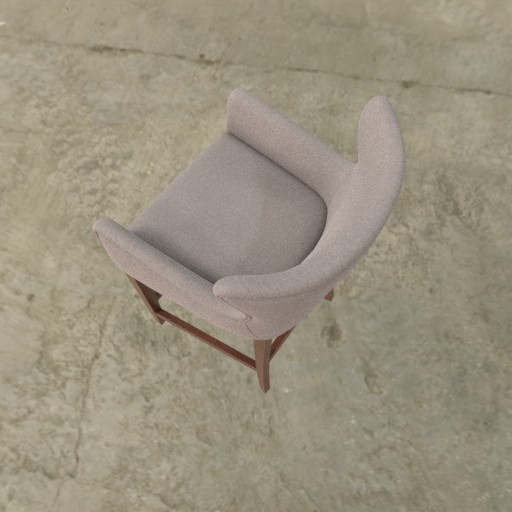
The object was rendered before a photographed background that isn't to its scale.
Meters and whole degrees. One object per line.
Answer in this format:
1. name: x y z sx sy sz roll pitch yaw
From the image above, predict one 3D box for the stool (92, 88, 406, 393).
1. stool: 0.000 0.000 1.296 0.575 0.951 0.575 33 68 15
